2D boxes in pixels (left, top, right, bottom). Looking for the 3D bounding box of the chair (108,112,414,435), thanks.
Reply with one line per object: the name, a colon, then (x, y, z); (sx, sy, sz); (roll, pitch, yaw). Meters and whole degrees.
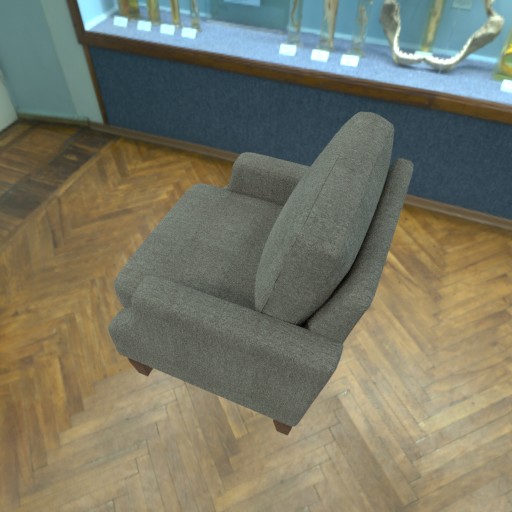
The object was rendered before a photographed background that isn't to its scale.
chair: (0.000, 0.000, 1.657); (0.897, 0.993, 0.855); (17, 50, 15)
